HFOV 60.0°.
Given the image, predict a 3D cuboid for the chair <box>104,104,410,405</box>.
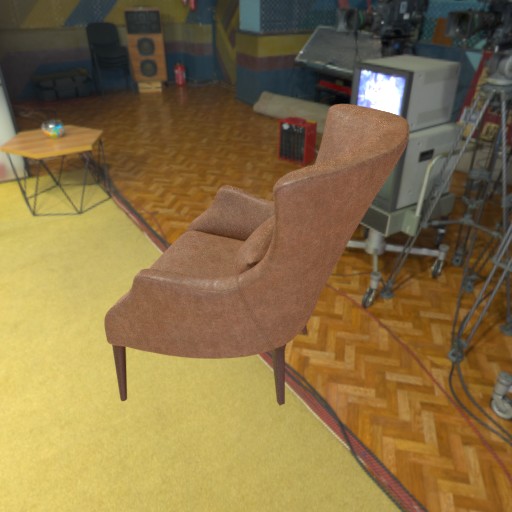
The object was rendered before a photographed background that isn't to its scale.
[{"bbox_3d":[0.000,0.000,1.712,0.955,1.067,0.846,10,33,15],"label":"chair"}]
